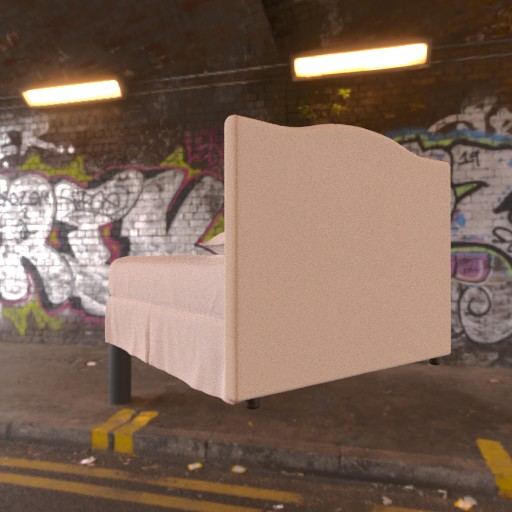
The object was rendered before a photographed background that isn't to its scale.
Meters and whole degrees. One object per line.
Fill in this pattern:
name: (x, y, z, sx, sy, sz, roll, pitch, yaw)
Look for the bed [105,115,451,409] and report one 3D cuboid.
bed: (0.000, 0.000, 3.362, 1.753, 1.460, 2.143, 0, 0, -36)
